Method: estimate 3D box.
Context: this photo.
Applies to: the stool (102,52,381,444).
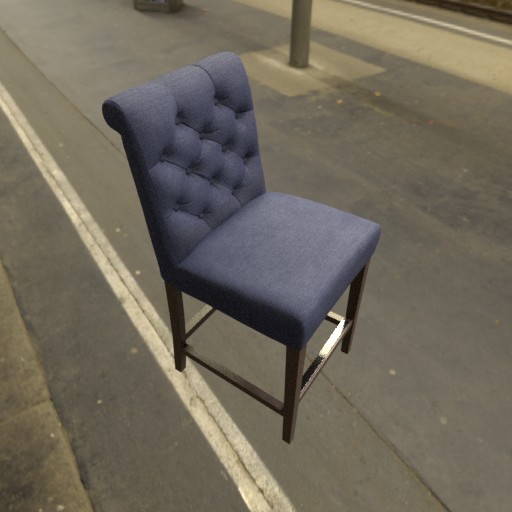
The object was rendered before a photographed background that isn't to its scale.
[{"bbox_3d":[0.000,0.000,1.362,0.601,1.010,0.493,24,46,25],"label":"stool"}]
